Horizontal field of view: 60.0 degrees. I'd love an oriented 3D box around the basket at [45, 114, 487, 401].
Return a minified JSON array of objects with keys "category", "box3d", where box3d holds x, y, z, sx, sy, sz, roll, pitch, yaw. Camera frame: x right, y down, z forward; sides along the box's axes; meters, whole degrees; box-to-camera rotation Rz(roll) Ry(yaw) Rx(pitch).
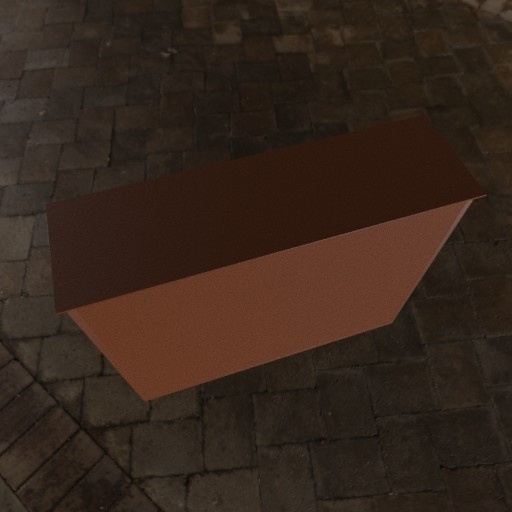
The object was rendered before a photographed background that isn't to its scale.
[{"category":"basket","box3d":[0.000,0.000,1.130,0.792,0.625,0.376,-15,60,-9]}]
